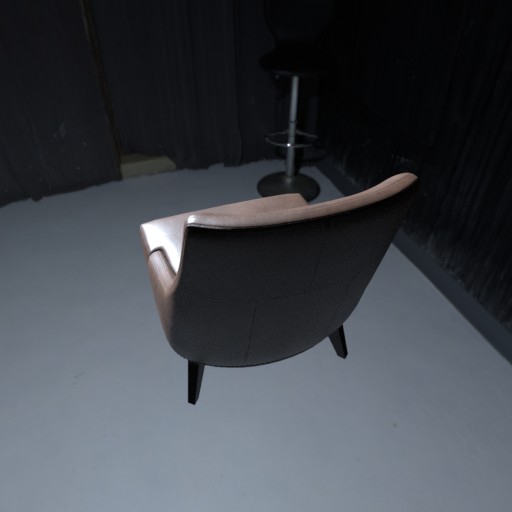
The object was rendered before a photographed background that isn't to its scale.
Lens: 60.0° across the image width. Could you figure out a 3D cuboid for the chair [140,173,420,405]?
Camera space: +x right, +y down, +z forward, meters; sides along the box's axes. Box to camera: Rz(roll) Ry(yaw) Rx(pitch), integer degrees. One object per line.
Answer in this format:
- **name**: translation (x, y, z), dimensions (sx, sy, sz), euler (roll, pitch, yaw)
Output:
- **chair**: translation (0.000, 0.000, 1.480), dimensions (0.701, 0.909, 0.861), euler (-13, 42, -14)
